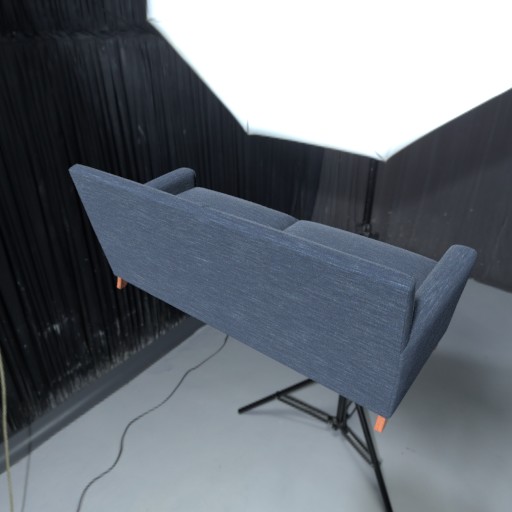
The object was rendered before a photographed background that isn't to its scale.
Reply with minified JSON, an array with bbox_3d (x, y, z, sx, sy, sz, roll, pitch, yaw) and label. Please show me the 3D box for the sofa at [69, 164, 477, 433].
[{"bbox_3d":[0.000,0.000,2.391,1.976,0.846,0.875,21,36,32],"label":"sofa"}]
